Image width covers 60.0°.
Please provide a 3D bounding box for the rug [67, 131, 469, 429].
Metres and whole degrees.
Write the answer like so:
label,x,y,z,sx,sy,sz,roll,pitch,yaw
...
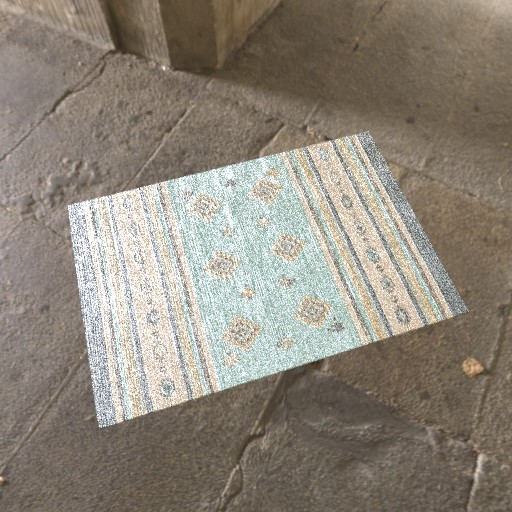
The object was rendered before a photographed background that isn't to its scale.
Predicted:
label,x,y,z,sx,sy,sz,roll,pitch,yaw
rug,0.000,0.000,2.315,1.811,0.010,1.212,-16,64,-8
